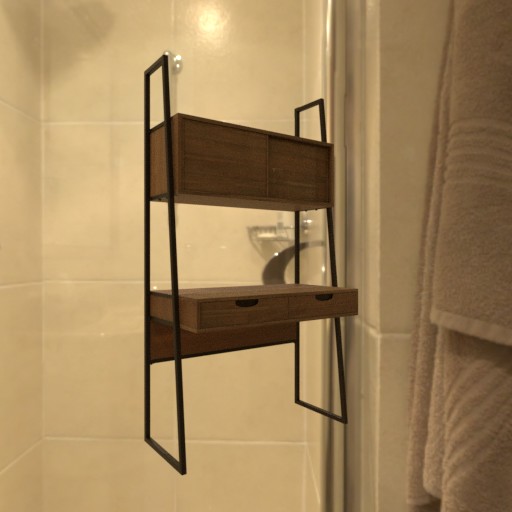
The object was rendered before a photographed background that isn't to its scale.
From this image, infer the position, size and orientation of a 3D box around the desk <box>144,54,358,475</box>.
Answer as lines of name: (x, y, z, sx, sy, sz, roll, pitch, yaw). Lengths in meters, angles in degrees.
desk: (0.000, 0.000, 2.242, 0.982, 1.809, 0.515, 0, 0, -35)
